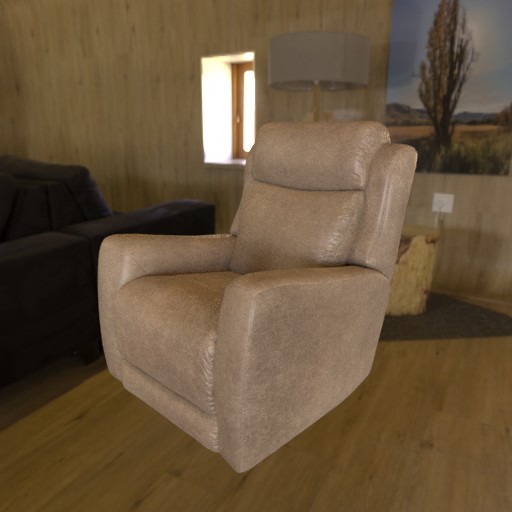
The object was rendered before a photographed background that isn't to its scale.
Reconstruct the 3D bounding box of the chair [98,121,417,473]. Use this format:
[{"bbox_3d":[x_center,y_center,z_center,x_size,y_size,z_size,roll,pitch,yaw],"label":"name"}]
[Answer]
[{"bbox_3d":[0.000,0.000,1.907,1.068,1.116,0.965,-15,22,-42],"label":"chair"}]
